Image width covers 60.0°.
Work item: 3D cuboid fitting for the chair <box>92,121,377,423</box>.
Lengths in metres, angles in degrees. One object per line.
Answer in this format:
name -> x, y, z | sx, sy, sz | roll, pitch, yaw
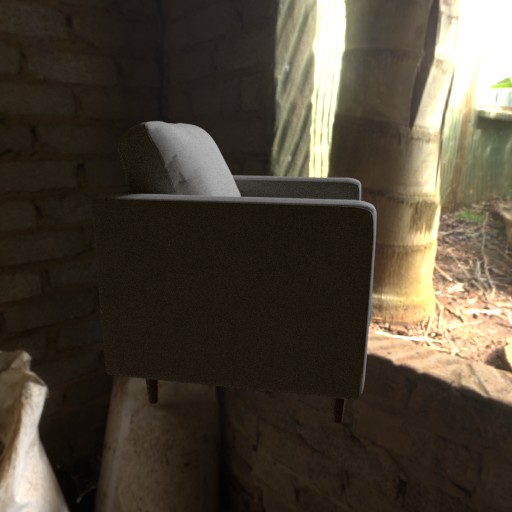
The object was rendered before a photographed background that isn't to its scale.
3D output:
chair -> 0.000, 0.000, 1.607 | 0.800, 0.927, 0.855 | 3, 15, 10
